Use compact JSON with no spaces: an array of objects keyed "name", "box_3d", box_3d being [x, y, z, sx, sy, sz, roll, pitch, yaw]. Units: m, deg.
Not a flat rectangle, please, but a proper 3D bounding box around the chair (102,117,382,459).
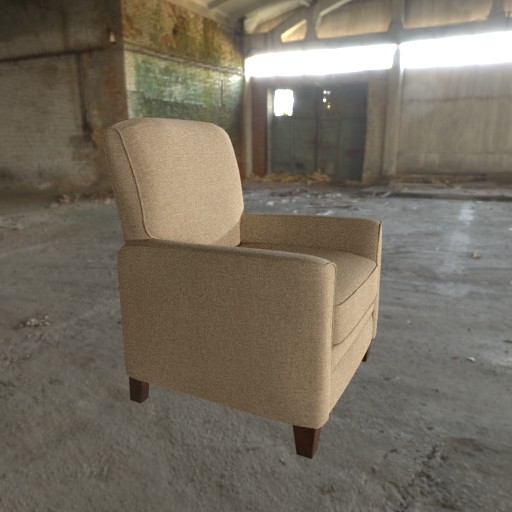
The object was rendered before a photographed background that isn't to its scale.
[{"name":"chair","box_3d":[0.000,0.000,1.711,0.858,1.028,0.841,7,16,26]}]
